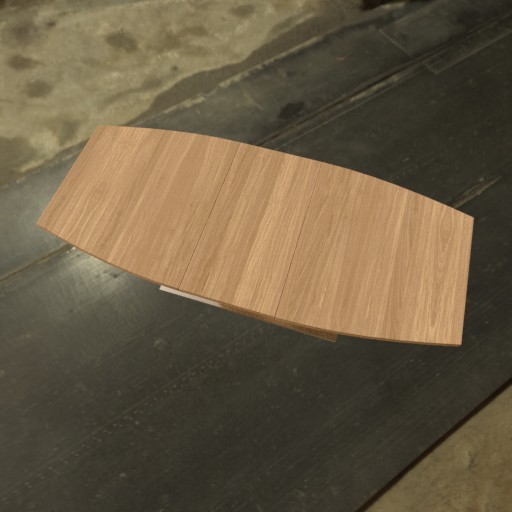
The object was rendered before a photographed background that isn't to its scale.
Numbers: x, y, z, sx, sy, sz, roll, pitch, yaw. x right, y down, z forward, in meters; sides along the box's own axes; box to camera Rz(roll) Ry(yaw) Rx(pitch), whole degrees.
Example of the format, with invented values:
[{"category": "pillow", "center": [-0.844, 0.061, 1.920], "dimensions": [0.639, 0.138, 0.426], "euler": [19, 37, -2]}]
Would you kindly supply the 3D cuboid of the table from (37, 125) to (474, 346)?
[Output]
[{"category": "table", "center": [0.000, 0.000, 2.498], "dimensions": [2.032, 0.750, 0.900], "euler": [15, 64, 8]}]
